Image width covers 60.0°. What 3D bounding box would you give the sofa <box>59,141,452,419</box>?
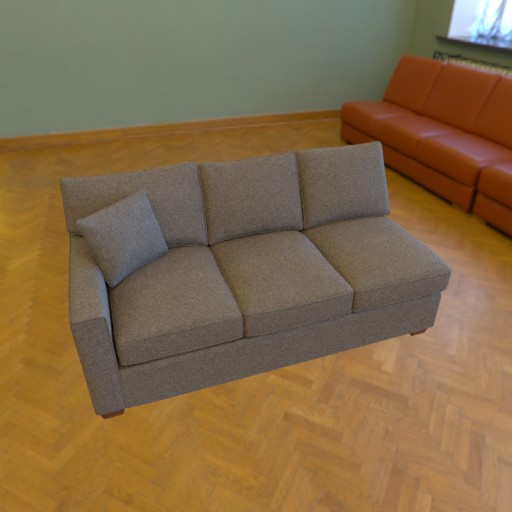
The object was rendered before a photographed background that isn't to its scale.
[{"bbox_3d":[0.000,0.000,2.540,1.963,0.946,1.034,-11,33,-16],"label":"sofa"}]
